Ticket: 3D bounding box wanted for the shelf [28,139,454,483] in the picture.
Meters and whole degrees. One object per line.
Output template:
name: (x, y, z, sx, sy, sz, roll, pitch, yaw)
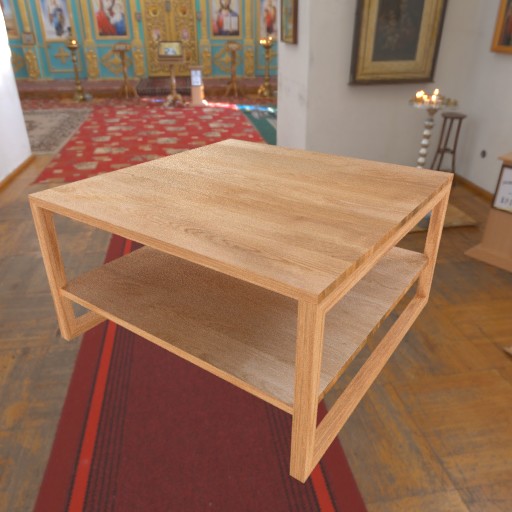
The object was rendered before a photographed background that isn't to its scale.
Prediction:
shelf: (0.000, 0.000, 1.417, 0.899, 0.480, 0.899, 18, 32, 31)
